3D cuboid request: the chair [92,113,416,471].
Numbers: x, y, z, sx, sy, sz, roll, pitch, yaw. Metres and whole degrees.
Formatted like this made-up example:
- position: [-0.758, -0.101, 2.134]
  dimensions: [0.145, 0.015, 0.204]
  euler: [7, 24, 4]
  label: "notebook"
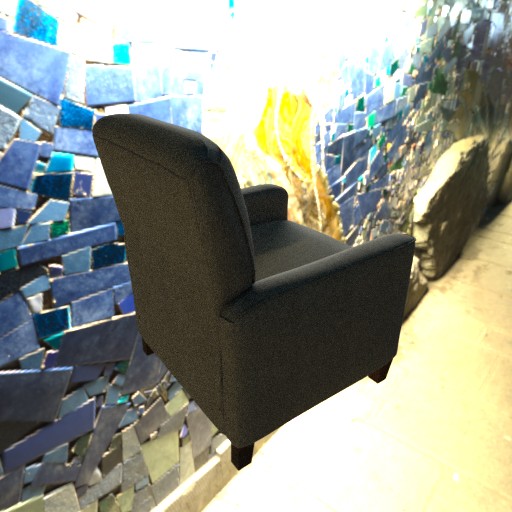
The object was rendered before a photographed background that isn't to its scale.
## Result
- position: [0.000, 0.000, 1.628]
  dimensions: [0.858, 1.028, 0.841]
  euler: [-18, 31, -32]
  label: "chair"
